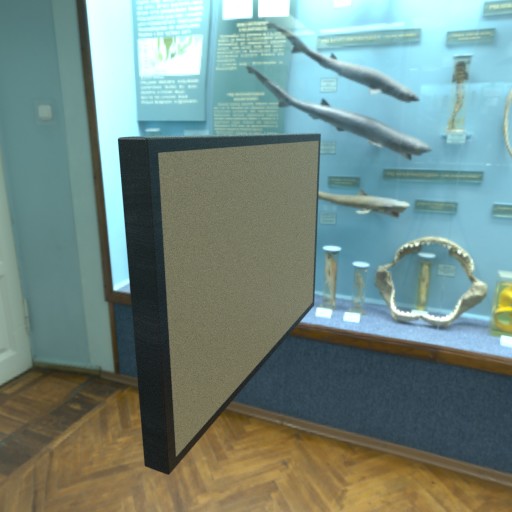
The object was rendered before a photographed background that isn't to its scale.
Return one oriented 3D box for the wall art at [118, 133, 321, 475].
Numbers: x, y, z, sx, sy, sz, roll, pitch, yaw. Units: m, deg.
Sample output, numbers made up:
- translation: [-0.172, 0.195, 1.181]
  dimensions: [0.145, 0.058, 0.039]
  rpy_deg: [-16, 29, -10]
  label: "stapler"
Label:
- translation: [0.000, 0.000, 0.771]
  dimensions: [0.038, 0.409, 0.610]
  rpy_deg: [7, 17, 23]
  label: "wall art"
